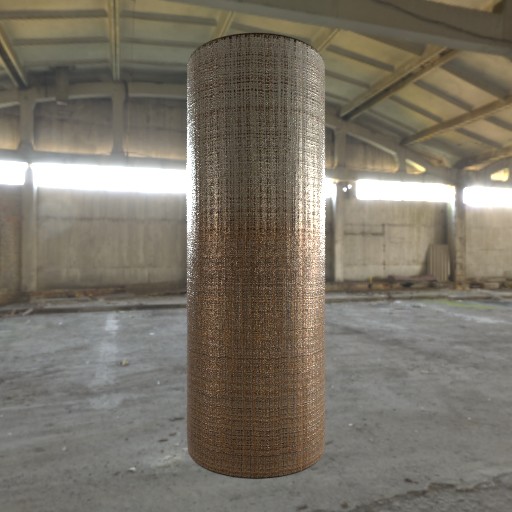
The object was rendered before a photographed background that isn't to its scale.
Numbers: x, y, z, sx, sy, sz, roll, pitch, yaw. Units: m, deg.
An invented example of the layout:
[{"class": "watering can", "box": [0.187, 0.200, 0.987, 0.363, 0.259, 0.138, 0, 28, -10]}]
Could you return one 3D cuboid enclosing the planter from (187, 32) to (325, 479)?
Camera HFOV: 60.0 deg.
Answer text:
[{"class": "planter", "box": [0.000, 0.000, 0.322, 0.099, 0.278, 0.099, 0, 0, -17]}]
